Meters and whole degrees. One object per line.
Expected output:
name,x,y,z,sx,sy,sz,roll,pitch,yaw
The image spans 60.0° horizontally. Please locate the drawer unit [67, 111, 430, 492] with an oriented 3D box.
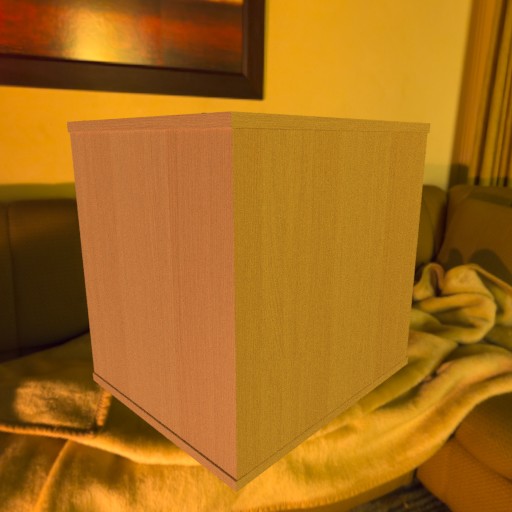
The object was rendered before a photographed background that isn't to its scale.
drawer unit,0.000,0.000,0.594,0.290,0.344,0.349,14,20,43
